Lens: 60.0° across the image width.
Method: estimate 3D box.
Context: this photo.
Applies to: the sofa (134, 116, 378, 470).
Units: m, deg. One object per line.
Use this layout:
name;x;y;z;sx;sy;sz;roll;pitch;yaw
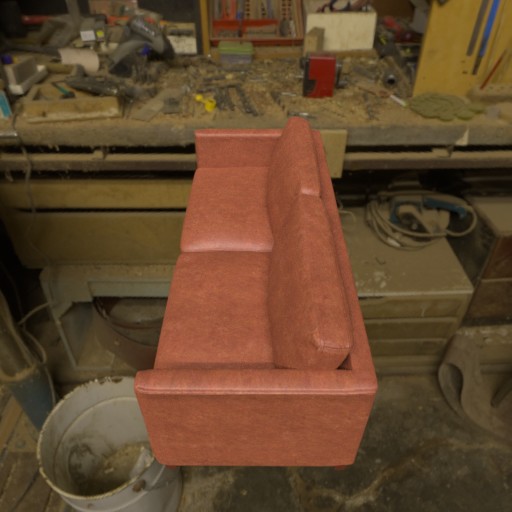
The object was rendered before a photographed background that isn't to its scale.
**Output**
sofa;0.000;0.000;2.651;0.950;0.932;2.204;0;41;0
